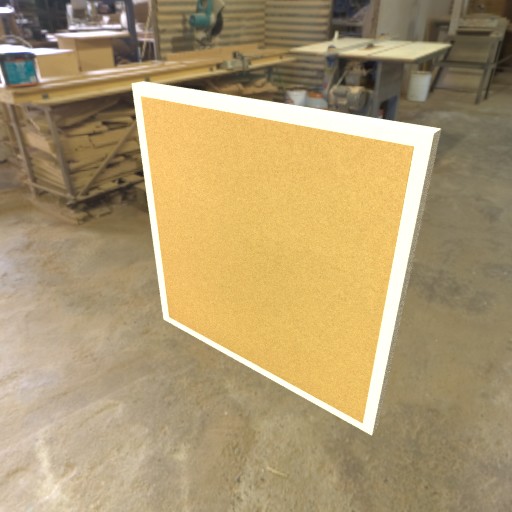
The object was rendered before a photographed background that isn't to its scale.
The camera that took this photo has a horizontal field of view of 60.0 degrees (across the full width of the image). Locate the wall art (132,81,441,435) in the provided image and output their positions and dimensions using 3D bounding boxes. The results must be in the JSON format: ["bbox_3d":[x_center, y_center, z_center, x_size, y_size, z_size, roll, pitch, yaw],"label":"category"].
[{"bbox_3d":[0.000,0.000,1.134,0.763,0.761,0.038,21,37,31],"label":"wall art"}]
